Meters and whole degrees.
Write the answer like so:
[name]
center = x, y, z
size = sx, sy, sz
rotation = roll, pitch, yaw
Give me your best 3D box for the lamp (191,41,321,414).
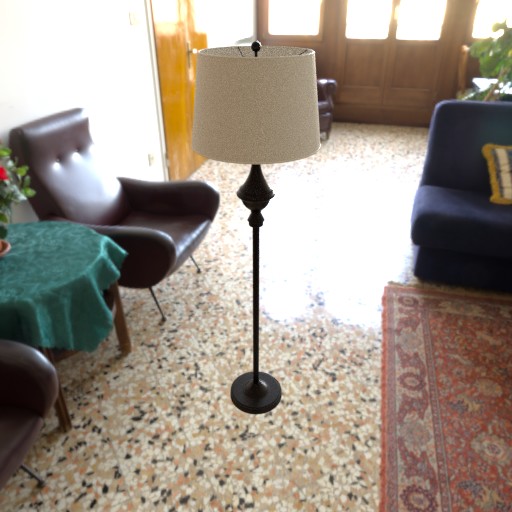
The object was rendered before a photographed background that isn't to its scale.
[lamp]
center = 0.000, 0.000, 1.697
size = 0.431, 1.484, 0.431
rotation = 0, 30, 0
